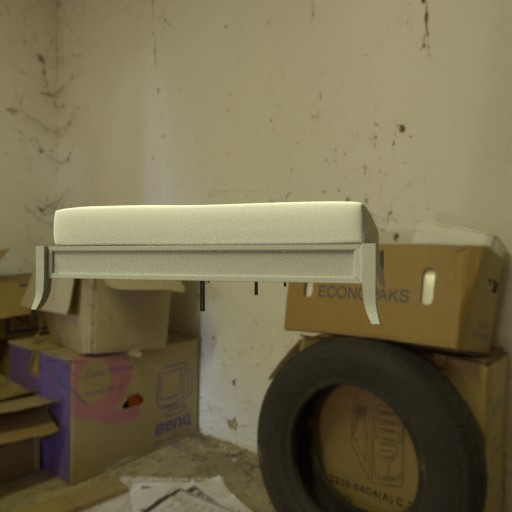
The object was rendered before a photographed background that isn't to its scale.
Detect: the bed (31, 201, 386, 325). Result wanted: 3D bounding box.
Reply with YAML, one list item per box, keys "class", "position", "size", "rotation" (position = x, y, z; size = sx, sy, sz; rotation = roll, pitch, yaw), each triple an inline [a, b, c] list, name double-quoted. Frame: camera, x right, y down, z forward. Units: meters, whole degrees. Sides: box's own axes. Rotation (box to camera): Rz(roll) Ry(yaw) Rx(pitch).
- class: "bed"
  position: [0.000, 0.000, 2.885]
  size: [1.604, 0.510, 2.108]
  rotation: [0, 0, 17]
